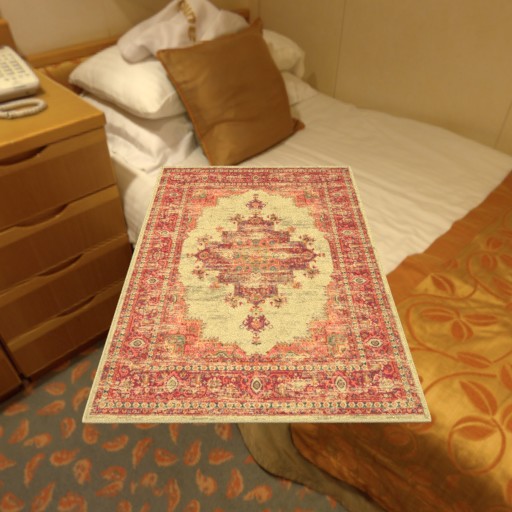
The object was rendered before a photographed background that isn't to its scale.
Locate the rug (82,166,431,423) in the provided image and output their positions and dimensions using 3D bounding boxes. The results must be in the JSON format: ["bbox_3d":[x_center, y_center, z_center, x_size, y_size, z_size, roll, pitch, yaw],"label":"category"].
[{"bbox_3d":[0.000,0.000,3.606,2.005,0.014,2.878,0,41,0],"label":"rug"}]
